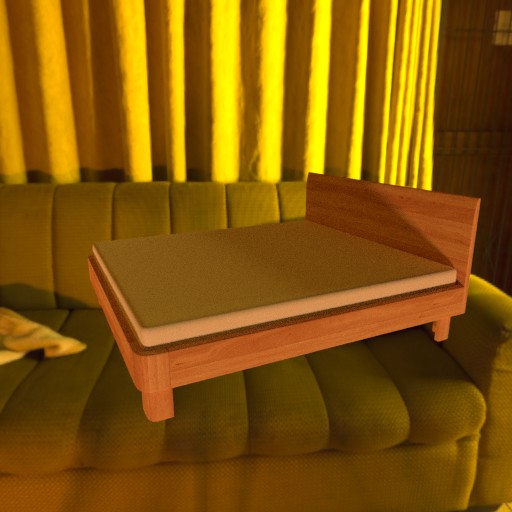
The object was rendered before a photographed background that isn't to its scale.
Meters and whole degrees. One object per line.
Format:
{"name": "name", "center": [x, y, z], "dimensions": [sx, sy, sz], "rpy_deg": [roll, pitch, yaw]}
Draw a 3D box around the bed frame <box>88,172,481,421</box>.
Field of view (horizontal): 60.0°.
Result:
{"name": "bed frame", "center": [0.000, 0.000, 3.152], "dimensions": [2.092, 0.940, 1.872], "rpy_deg": [-8, 18, -25]}
